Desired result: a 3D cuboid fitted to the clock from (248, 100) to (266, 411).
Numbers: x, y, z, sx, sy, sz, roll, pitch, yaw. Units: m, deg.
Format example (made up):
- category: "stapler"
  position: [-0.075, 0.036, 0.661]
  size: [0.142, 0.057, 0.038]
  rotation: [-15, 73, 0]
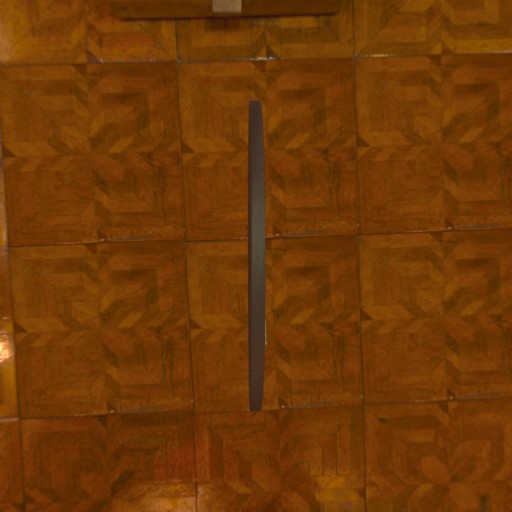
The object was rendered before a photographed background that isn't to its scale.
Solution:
- category: "clock"
  position: [0.000, 0.000, 0.900]
  size: [0.029, 0.595, 0.595]
  rotation: [0, 93, -2]
